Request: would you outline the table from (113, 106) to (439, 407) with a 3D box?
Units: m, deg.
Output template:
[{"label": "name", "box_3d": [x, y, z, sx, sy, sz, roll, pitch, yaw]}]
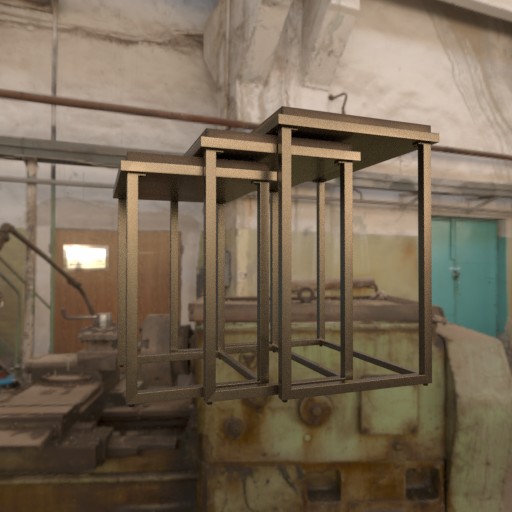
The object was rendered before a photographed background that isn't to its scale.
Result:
[{"label": "table", "box_3d": [0.000, 0.000, 1.170, 0.706, 0.610, 0.559, 0, -1, -20]}]
